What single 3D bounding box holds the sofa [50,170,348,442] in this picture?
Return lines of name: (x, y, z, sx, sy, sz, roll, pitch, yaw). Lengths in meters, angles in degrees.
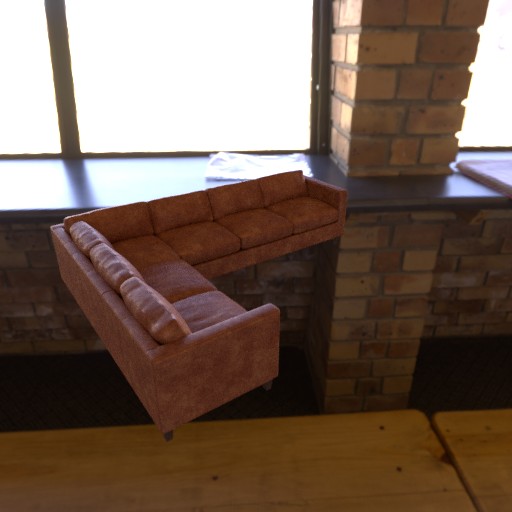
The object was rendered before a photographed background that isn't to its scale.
sofa: (0.000, 0.000, 4.320, 3.150, 0.838, 2.438, -18, 32, -31)
